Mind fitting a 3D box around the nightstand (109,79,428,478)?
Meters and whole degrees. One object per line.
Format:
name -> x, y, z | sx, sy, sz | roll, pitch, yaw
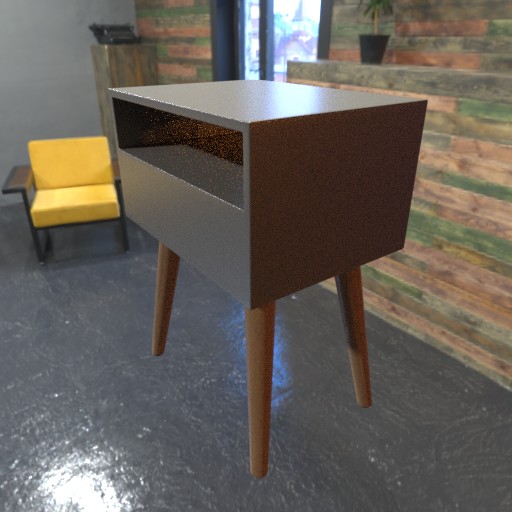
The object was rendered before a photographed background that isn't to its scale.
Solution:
nightstand -> 0.000, 0.000, 0.732 | 0.288, 0.508, 0.370 | -18, 32, -32
